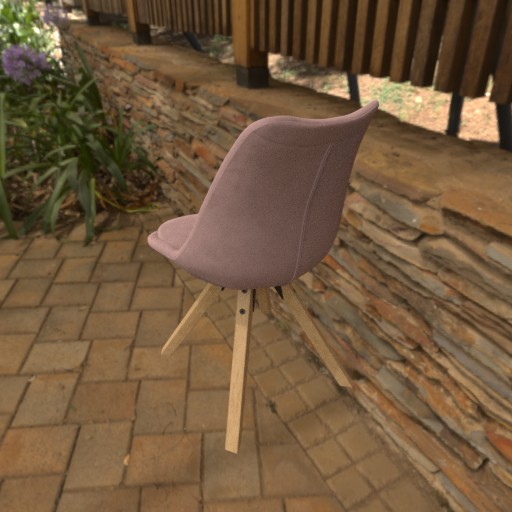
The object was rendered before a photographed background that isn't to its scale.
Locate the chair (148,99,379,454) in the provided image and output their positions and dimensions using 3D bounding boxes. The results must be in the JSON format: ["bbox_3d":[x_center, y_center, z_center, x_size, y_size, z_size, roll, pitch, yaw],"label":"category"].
[{"bbox_3d":[0.000,0.000,1.165,0.485,0.850,0.550,-19,36,-28],"label":"chair"}]
